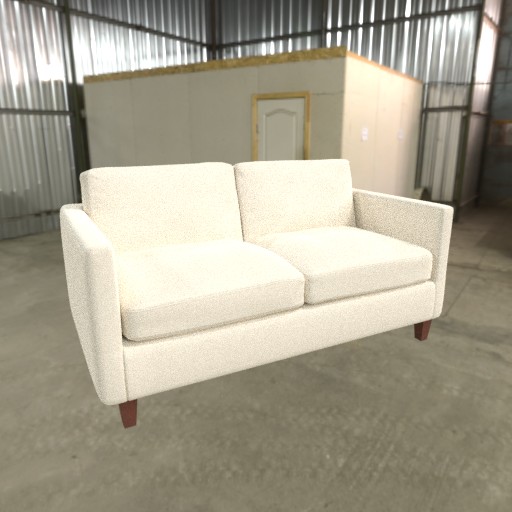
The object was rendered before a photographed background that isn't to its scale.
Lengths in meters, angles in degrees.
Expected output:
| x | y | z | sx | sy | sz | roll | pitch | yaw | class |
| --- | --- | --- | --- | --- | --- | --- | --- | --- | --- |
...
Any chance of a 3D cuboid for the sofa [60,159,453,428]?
| x | y | z | sx | sy | sz | roll | pitch | yaw | class |
| --- | --- | --- | --- | --- | --- | --- | --- | --- | --- |
| 0.000 | 0.000 | 2.201 | 1.702 | 0.888 | 0.964 | -8 | 18 | -26 | sofa |
